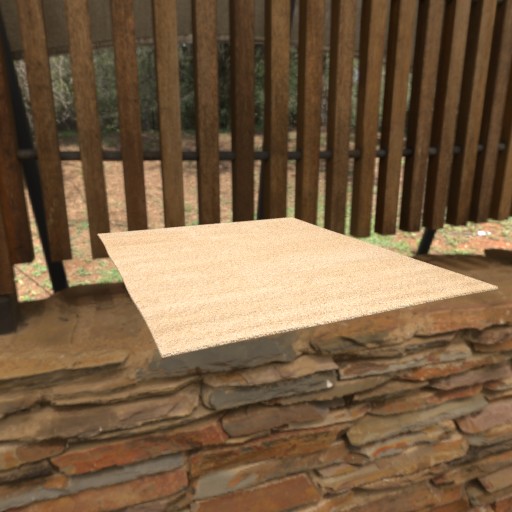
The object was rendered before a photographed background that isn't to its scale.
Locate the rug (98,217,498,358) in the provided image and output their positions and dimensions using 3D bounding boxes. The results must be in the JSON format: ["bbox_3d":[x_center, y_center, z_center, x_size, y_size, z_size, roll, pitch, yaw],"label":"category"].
[{"bbox_3d":[0.000,0.000,3.972,2.400,0.025,3.000,-7,17,-24],"label":"rug"}]
